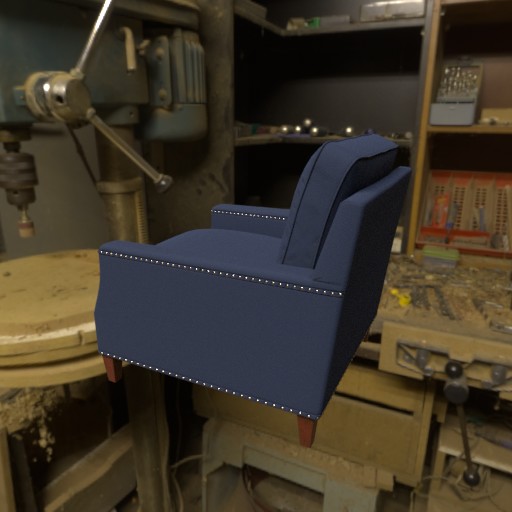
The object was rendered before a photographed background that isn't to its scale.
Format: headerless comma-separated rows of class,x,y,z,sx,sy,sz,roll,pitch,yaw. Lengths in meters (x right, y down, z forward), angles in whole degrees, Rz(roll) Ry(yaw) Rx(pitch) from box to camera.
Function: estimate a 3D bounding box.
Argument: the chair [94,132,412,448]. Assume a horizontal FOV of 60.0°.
chair,0.000,0.000,1.770,1.014,0.943,0.853,9,20,25
